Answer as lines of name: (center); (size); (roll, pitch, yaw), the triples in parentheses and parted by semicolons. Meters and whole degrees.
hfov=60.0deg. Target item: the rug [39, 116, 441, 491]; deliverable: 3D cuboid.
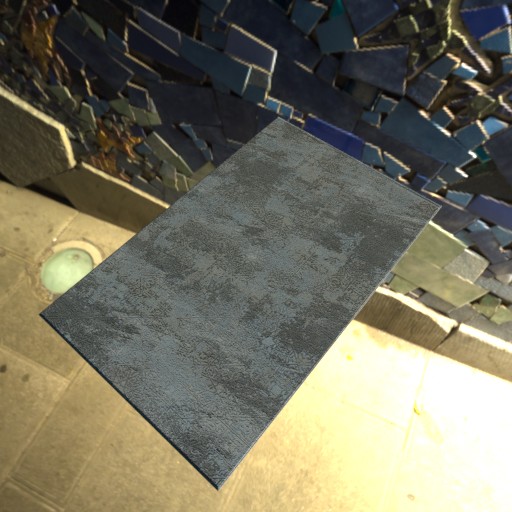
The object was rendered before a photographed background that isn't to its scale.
rug: (0.000, 0.000, 3.028); (1.536, 0.012, 2.431); (35, 64, 20)
